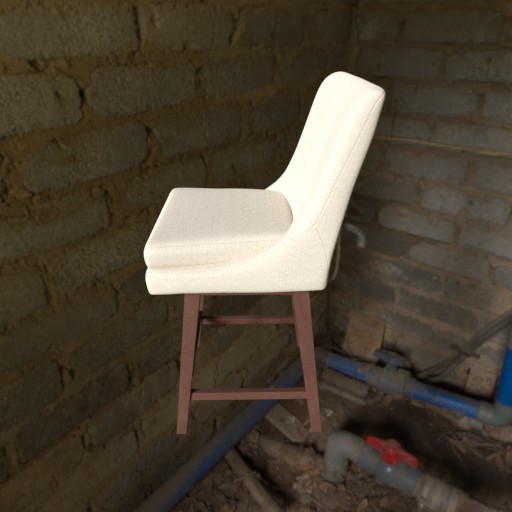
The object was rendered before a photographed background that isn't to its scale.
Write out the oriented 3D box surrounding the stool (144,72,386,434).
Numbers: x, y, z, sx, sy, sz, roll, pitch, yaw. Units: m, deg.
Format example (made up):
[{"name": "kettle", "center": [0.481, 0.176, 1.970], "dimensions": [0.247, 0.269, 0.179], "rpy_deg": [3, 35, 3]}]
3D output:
[{"name": "stool", "center": [0.000, 0.000, 1.319], "dimensions": [0.559, 0.991, 0.483], "rpy_deg": [0, 27, -1]}]
